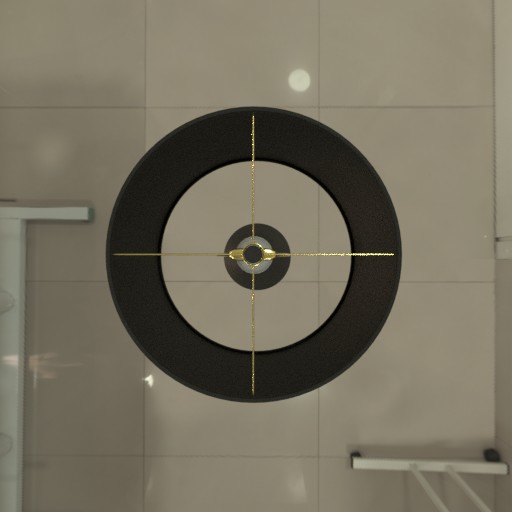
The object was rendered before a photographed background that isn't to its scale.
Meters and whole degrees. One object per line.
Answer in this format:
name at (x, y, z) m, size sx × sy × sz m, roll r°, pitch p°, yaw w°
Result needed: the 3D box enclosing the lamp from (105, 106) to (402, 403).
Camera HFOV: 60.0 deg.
lamp at (0.000, 0.000, 0.826) m, size 0.359 × 0.584 × 0.359 m, roll 0°, pitch 90°, yaw 1°
